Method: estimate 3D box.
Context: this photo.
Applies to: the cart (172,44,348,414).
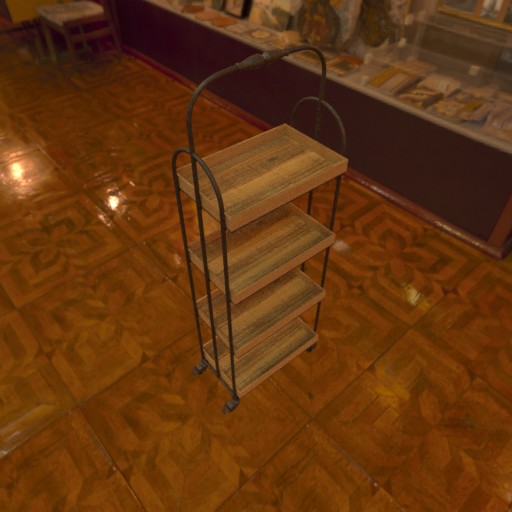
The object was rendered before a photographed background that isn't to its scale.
[{"bbox_3d":[0.000,0.000,1.679,0.581,1.481,0.308,-30,52,-27],"label":"cart"}]
